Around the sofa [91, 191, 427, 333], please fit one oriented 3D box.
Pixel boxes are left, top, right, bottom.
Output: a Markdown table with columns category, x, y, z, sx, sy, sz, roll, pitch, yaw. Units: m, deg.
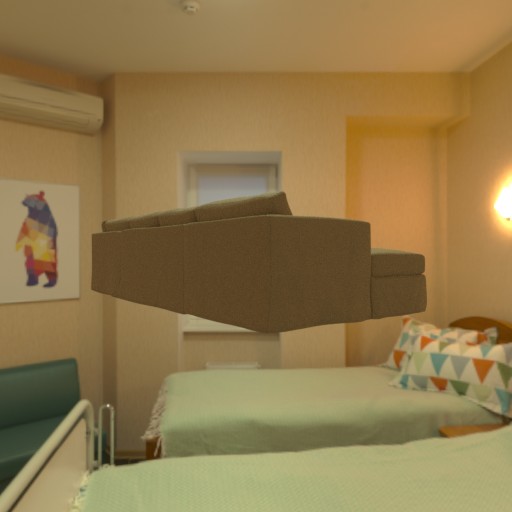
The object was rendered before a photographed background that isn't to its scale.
| category | x | y | z | sx | sy | sz | roll | pitch | yaw |
| --- | --- | --- | --- | --- | --- | --- | --- | --- | --- |
| sofa | 0.000 | 0.000 | 4.692 | 2.476 | 0.878 | 3.528 | 0 | 1 | -37 |
